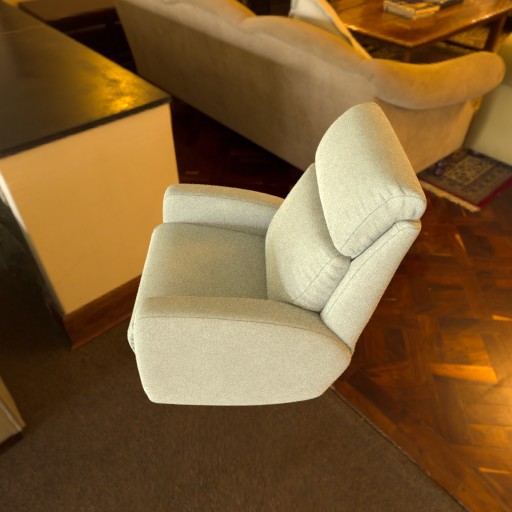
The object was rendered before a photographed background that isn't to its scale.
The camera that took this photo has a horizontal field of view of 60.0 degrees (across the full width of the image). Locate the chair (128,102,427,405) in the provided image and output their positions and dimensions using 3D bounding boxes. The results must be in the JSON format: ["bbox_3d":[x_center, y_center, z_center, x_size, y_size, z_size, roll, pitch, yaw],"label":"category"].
[{"bbox_3d":[0.000,0.000,1.712,0.941,1.015,0.812,0,43,0],"label":"chair"}]
